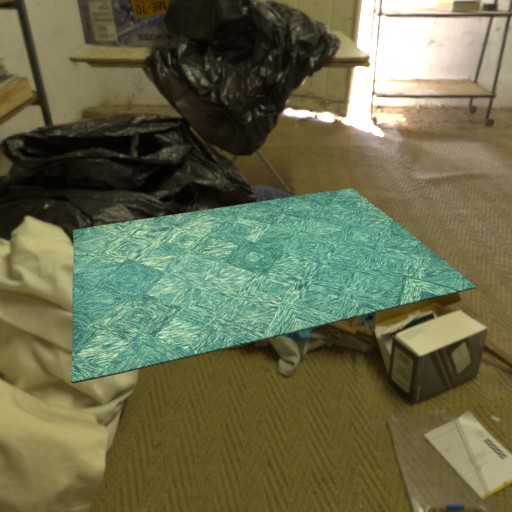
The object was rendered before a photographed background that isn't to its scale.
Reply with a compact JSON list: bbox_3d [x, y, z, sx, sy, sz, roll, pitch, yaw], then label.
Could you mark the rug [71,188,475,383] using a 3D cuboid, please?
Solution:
[{"bbox_3d":[0.000,0.000,2.208,1.728,0.017,1.136,-10,34,-16],"label":"rug"}]
